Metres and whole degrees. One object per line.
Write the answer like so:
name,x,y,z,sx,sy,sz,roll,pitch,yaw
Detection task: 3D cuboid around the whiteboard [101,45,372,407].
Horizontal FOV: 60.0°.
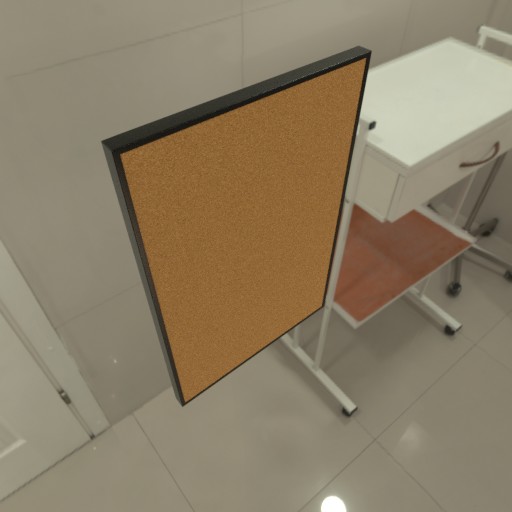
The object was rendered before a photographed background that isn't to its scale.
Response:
whiteboard,0.000,0.000,0.776,0.406,0.611,0.026,-30,54,-25
